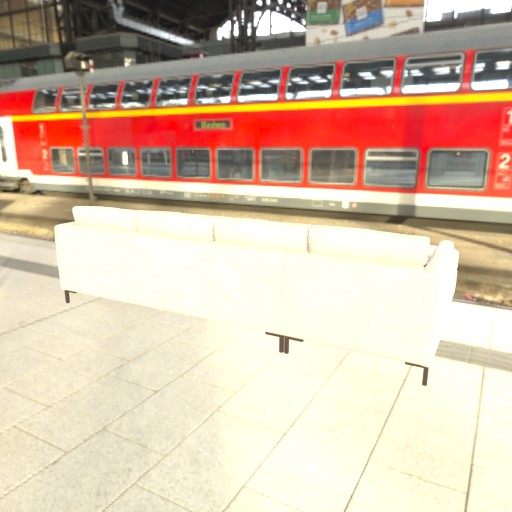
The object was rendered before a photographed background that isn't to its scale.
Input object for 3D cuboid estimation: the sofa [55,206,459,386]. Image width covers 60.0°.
[{"bbox_3d":[0.000,0.000,3.555,2.923,0.816,1.469,7,16,26],"label":"sofa"}]
